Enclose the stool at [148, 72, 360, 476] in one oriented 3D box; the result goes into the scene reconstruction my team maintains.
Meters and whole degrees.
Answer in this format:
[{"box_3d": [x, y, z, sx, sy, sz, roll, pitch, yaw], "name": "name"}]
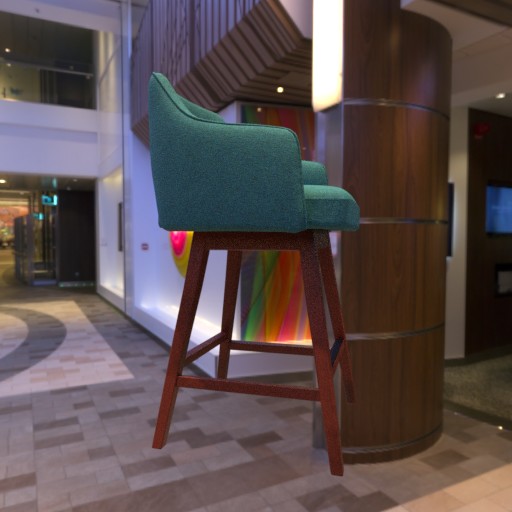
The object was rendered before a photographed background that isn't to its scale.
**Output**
[{"box_3d": [0.000, 0.000, 1.269, 0.556, 0.961, 0.548, 1, 3, 16], "name": "stool"}]
